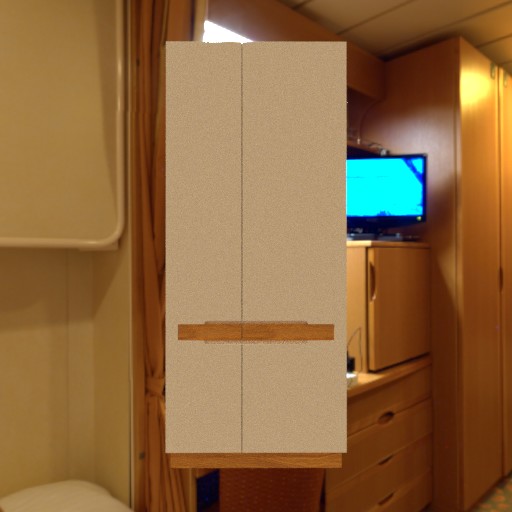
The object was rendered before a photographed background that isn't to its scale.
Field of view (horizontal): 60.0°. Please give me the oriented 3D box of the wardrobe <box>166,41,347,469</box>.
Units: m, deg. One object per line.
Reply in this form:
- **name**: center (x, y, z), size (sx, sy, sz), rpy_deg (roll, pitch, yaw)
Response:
- **wardrobe**: center (0.000, 0.000, 2.408), size (0.860, 2.040, 0.600), rpy_deg (0, 0, 0)
